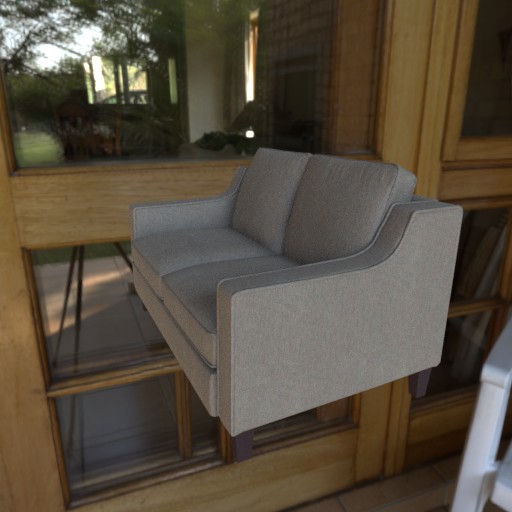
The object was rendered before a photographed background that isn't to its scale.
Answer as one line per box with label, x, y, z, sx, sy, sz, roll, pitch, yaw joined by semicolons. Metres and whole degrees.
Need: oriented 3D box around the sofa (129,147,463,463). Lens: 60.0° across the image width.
sofa;0.000;0.000;2.176;0.985;0.981;1.503;-9;20;-25
